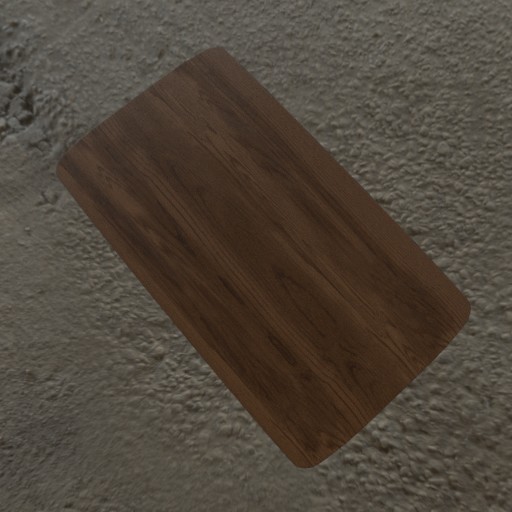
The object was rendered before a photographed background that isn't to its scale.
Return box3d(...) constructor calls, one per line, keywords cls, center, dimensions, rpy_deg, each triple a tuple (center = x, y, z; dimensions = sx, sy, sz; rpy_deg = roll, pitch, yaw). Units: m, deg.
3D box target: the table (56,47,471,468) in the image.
box3d(cls="table", center=(0.000, 0.000, 2.181), dimensions=(0.949, 0.765, 1.643), rpy_deg=(-40, 80, -8))
